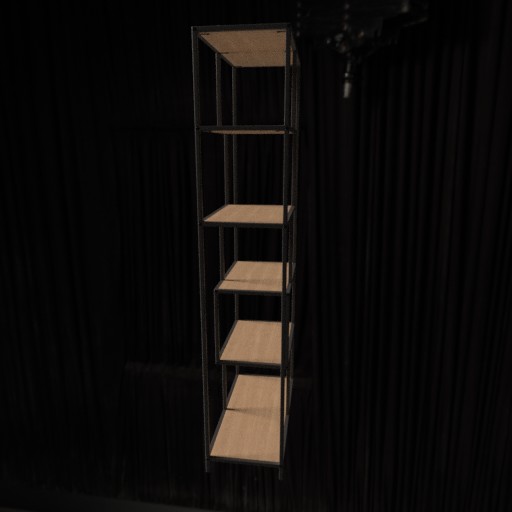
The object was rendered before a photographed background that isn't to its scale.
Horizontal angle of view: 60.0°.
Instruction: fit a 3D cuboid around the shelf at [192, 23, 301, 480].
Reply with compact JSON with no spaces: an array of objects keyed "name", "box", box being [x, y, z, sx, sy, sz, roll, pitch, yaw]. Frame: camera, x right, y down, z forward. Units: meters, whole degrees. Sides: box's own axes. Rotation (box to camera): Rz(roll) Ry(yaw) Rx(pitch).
[{"name":"shelf","box":[0.000,0.000,2.135,0.350,1.850,0.770,2,14,8]}]
